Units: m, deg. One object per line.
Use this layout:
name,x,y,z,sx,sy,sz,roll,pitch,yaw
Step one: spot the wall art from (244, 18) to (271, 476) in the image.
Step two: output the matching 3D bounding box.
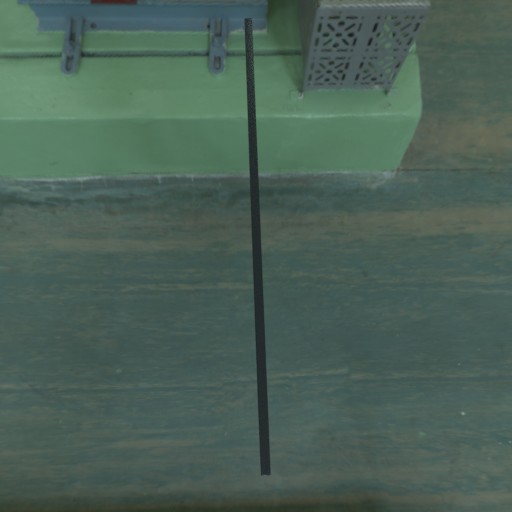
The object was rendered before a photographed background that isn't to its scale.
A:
wall art,0.000,0.000,1.032,0.015,0.552,0.819,-2,76,-1
